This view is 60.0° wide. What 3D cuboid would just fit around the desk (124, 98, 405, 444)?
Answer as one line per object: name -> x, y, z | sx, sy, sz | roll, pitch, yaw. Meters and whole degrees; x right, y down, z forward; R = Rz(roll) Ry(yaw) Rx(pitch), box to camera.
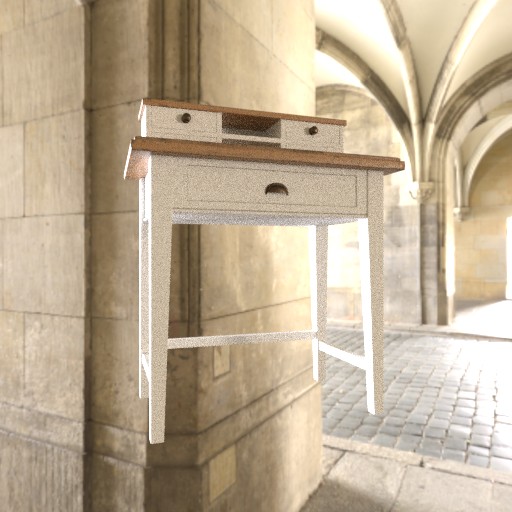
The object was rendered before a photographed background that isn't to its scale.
desk -> 0.000, 0.000, 1.454 | 0.814, 0.981, 0.462 | 0, 0, -19
